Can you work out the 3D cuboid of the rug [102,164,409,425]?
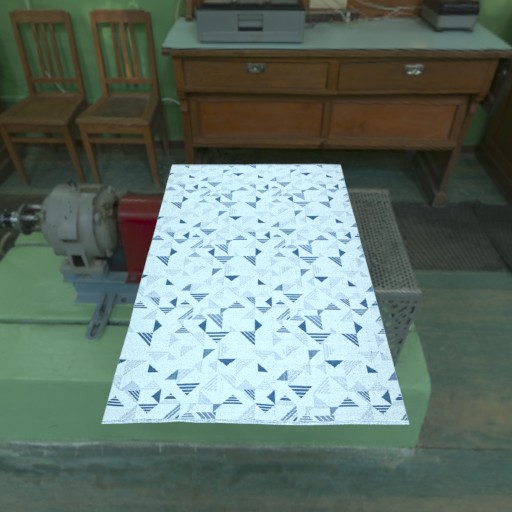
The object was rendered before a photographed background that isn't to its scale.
[{"bbox_3d":[0.000,0.000,3.080,1.512,0.009,2.457,0,42,0],"label":"rug"}]
